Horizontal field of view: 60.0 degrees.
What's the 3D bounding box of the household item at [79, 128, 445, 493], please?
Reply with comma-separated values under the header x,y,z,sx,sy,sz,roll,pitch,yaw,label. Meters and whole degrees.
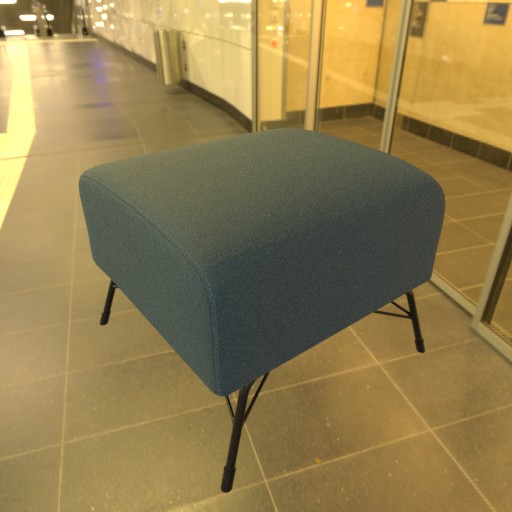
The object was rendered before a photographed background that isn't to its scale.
x,y,z,sx,sy,sz,roll,pitch,yaw,label
0.000,0.000,0.898,0.530,0.420,0.530,-21,36,-32,household item
